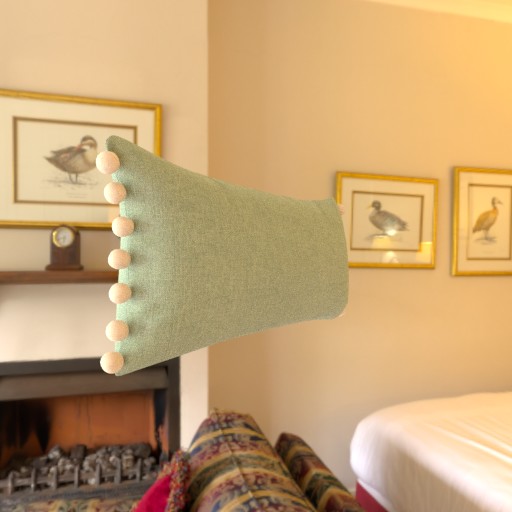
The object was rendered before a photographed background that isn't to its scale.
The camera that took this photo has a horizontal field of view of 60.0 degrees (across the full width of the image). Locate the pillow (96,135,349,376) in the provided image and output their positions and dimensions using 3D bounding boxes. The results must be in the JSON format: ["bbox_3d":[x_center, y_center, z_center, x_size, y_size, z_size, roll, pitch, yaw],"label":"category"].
[{"bbox_3d":[0.000,0.000,0.851,0.201,0.322,0.709,0,0,36],"label":"pillow"}]
